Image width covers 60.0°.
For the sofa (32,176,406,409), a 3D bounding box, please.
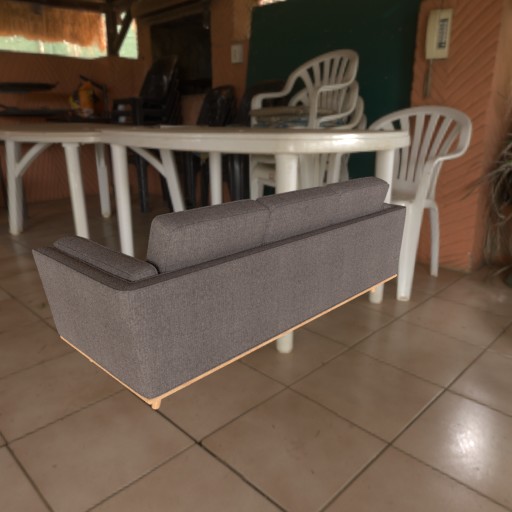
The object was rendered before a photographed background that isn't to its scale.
[{"bbox_3d":[0.000,0.000,2.809,0.903,0.899,2.362,16,23,41],"label":"sofa"}]
